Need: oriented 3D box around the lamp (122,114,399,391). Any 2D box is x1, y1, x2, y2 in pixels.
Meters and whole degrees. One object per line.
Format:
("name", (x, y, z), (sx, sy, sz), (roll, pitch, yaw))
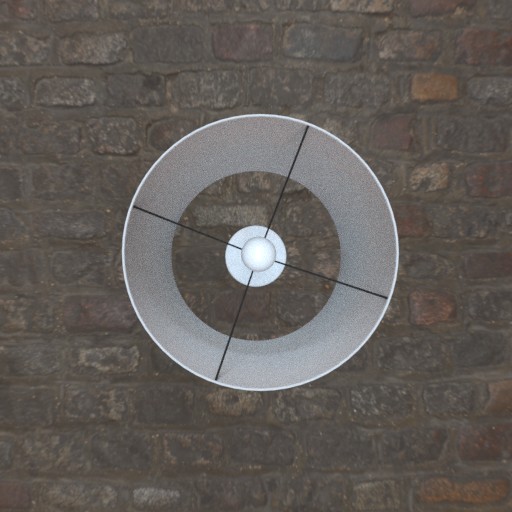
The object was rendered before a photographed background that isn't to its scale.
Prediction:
("lamp", (0.000, 0.000, 0.561), (0.208, 0.455, 0.208), (0, 89, -1))
